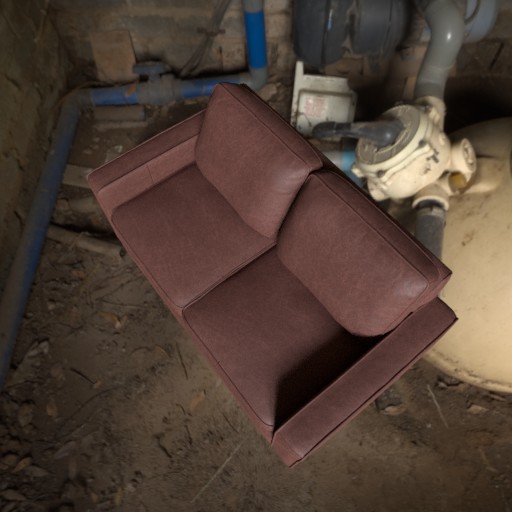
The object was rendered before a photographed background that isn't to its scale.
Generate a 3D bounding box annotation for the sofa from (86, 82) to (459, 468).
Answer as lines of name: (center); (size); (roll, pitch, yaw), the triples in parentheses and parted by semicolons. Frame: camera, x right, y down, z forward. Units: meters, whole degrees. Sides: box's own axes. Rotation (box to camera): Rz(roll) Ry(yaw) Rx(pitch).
sofa: (0.000, 0.000, 2.206); (0.947, 0.918, 1.709); (-35, 67, -17)
